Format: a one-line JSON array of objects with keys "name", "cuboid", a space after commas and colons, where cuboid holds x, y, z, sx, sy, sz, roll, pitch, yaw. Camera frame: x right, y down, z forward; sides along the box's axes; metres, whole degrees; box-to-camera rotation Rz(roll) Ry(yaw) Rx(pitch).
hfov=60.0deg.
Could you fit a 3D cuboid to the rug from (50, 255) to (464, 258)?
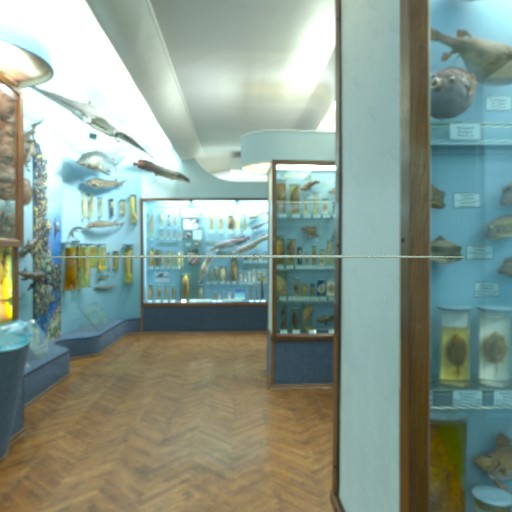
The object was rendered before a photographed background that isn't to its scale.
[{"name": "rug", "cuboid": [0.000, 0.000, 4.102, 2.421, 0.008, 3.045, 0, 0, 0]}]
